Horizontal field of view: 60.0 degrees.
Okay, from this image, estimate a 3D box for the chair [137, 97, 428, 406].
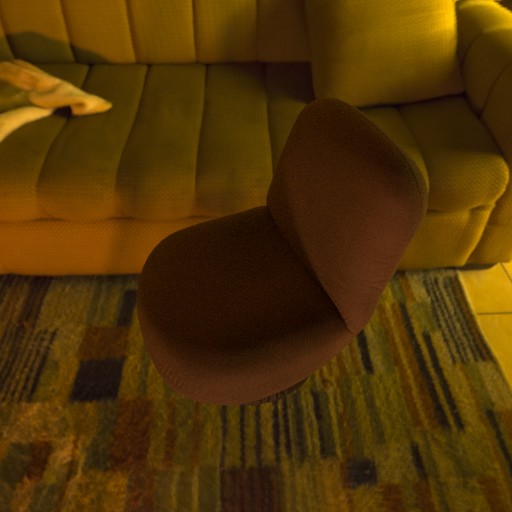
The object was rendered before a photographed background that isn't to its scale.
[{"bbox_3d":[0.000,0.000,1.039,0.597,0.594,0.521,-17,48,-16],"label":"chair"}]
